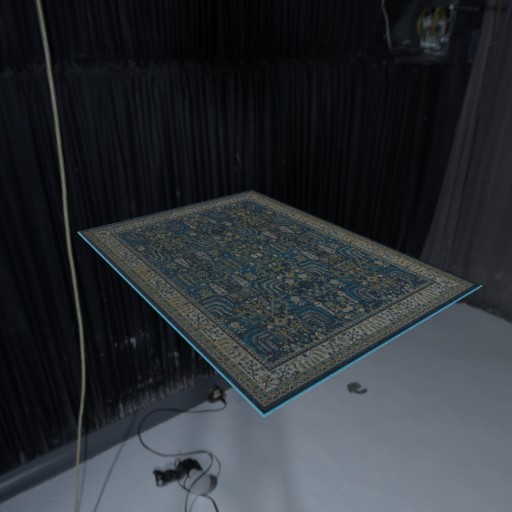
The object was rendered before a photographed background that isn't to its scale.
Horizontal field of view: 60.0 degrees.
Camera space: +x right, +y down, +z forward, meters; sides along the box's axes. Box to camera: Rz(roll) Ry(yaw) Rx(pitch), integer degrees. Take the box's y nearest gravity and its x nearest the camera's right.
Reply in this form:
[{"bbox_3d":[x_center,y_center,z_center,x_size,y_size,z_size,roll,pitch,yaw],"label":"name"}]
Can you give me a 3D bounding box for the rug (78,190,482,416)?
[{"bbox_3d":[0.000,0.000,4.018,2.226,0.015,3.044,-19,32,-33],"label":"rug"}]
